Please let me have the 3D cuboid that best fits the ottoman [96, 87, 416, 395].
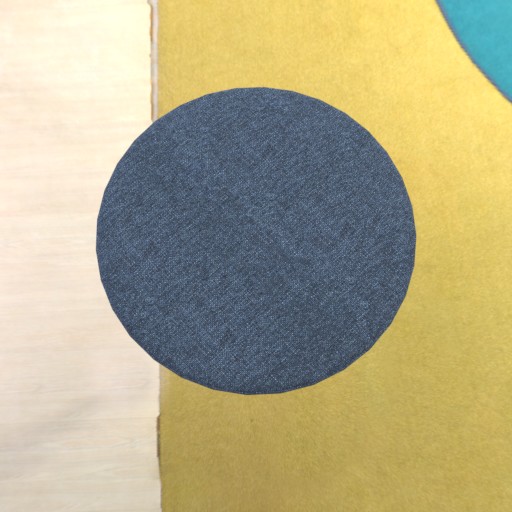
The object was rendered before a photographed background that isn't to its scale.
[{"bbox_3d":[0.000,0.000,0.867,0.500,0.419,0.500,0,76,0],"label":"ottoman"}]
